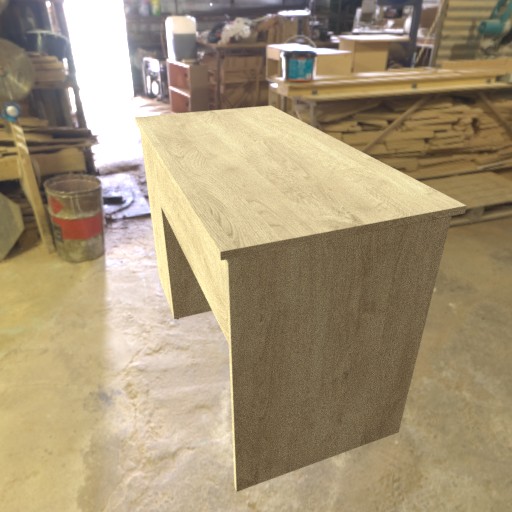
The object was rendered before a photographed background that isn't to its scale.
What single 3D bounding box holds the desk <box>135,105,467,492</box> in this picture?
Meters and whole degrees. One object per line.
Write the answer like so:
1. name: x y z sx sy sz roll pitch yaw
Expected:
1. desk: 0.000 0.000 1.504 0.560 0.735 1.097 -11 32 -18
